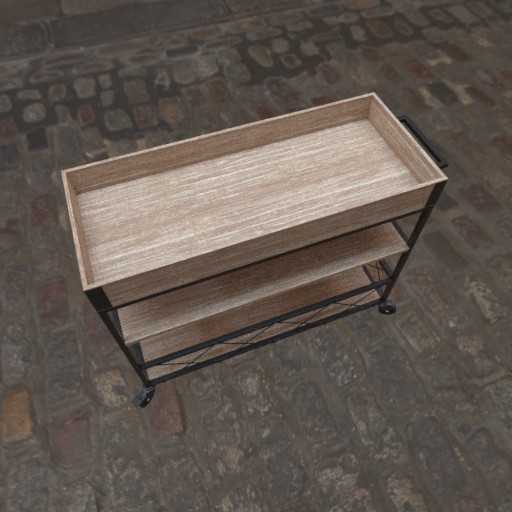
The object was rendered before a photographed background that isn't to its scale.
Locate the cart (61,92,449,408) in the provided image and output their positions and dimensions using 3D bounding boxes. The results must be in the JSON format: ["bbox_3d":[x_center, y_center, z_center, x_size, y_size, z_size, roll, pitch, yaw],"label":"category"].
[{"bbox_3d":[0.000,0.000,1.516,1.101,0.787,0.500,-18,58,-12],"label":"cart"}]
